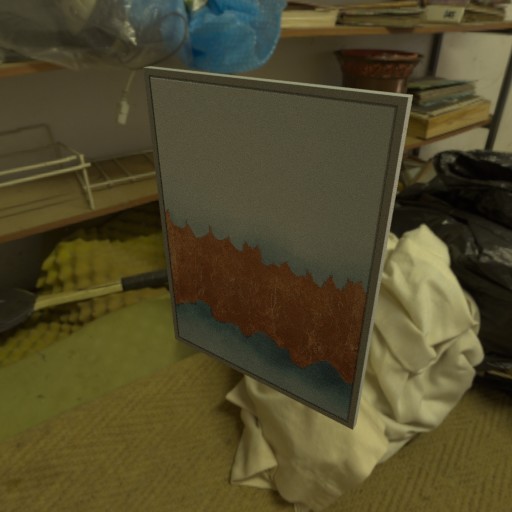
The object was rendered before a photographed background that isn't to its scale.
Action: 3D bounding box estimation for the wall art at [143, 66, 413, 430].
[{"bbox_3d":[0.000,0.000,1.389,0.789,1.042,0.034,19,35,29],"label":"wall art"}]
